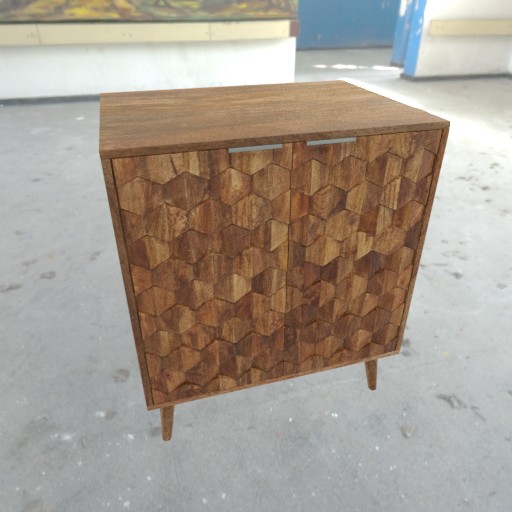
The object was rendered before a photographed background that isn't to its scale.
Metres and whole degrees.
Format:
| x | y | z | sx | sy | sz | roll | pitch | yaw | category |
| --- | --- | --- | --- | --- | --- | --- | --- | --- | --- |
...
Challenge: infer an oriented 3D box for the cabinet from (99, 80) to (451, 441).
| x | y | z | sx | sy | sz | roll | pitch | yaw | category |
| --- | --- | --- | --- | --- | --- | --- | --- | --- | --- |
| 0.000 | 0.000 | 1.153 | 0.647 | 0.758 | 0.473 | -9 | 32 | -14 | cabinet |
